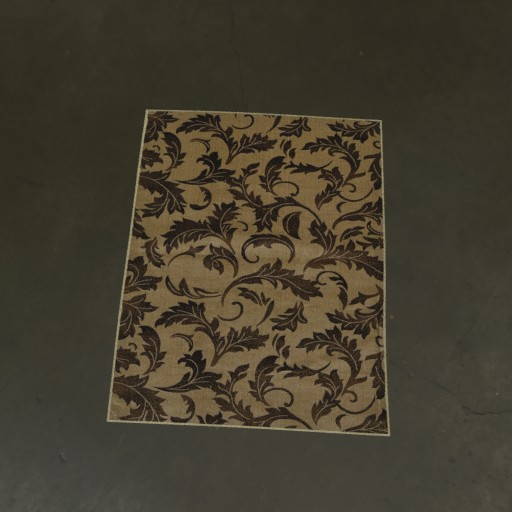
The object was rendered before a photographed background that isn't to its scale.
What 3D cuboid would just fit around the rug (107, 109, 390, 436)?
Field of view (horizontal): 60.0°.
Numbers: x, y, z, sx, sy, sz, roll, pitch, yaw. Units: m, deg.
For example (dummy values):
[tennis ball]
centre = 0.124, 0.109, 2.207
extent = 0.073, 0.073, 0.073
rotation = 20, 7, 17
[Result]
[rug]
centre = 0.000, 0.000, 4.073
extent = 2.380, 0.008, 2.977
rotation = 3, 75, 1
